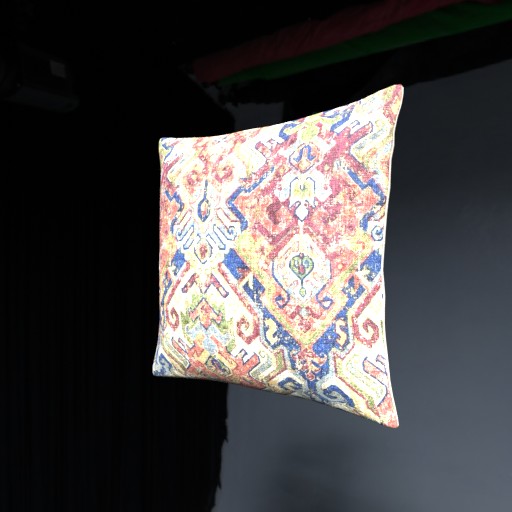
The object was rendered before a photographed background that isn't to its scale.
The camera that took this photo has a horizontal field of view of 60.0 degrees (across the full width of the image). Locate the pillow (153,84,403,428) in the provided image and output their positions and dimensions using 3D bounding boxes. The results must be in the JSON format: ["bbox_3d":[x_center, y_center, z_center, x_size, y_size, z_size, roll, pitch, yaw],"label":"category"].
[{"bbox_3d":[0.000,0.000,0.799,0.523,0.506,0.166,0,-1,35],"label":"pillow"}]
